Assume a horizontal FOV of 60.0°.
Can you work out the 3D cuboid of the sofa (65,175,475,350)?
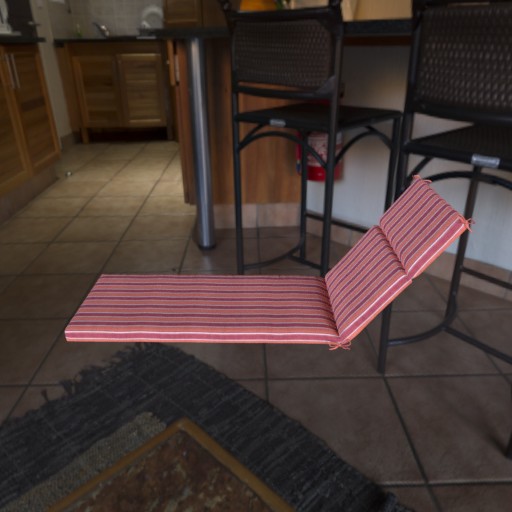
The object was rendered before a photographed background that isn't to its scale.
[{"bbox_3d":[0.000,0.000,2.020,1.663,0.622,0.582,0,27,1],"label":"sofa"}]
